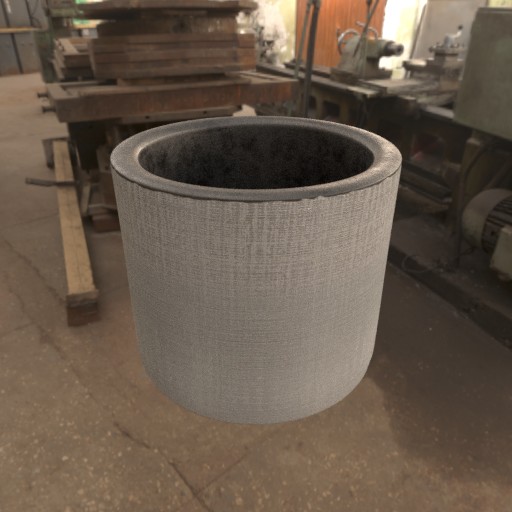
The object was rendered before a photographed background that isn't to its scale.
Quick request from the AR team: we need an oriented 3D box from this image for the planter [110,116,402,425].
[{"bbox_3d":[0.000,0.000,0.221,0.125,0.112,0.125,0,29,0],"label":"planter"}]
